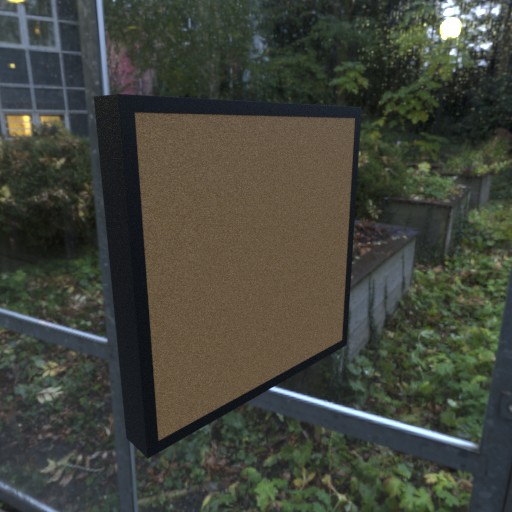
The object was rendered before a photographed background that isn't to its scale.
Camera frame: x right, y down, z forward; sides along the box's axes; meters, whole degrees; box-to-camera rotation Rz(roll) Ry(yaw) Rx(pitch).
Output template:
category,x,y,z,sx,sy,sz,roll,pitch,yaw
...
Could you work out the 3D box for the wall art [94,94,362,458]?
category,x,y,z,sx,sy,sz,roll,pitch,yaw
wall art,0.000,0.000,0.465,0.305,0.304,0.038,-15,22,-42
